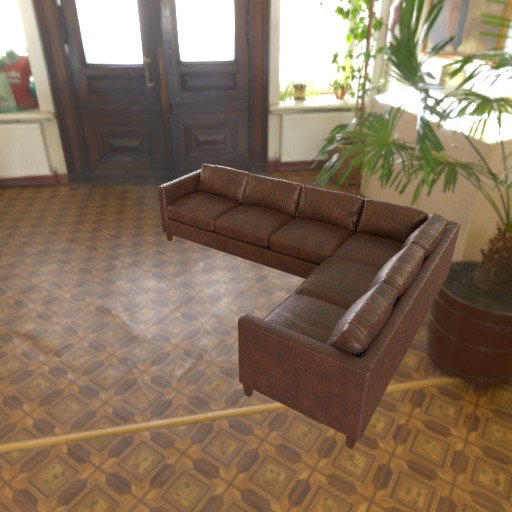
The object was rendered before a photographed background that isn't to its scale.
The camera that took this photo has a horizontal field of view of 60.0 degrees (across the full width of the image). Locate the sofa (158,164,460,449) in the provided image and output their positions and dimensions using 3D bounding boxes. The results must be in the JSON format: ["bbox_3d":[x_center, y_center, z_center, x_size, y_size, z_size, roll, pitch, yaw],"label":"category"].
[{"bbox_3d":[0.000,0.000,4.274,3.152,0.836,2.438,18,34,29],"label":"sofa"}]
